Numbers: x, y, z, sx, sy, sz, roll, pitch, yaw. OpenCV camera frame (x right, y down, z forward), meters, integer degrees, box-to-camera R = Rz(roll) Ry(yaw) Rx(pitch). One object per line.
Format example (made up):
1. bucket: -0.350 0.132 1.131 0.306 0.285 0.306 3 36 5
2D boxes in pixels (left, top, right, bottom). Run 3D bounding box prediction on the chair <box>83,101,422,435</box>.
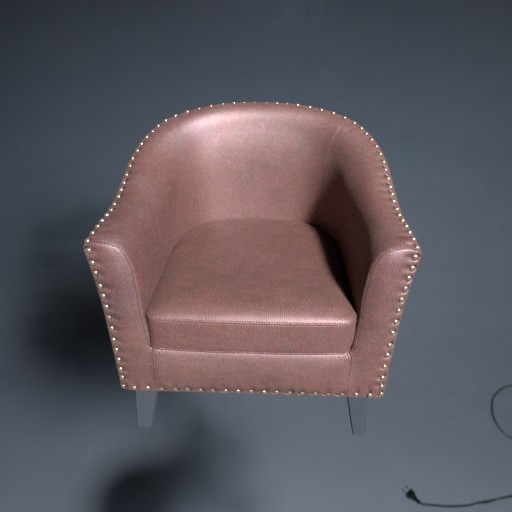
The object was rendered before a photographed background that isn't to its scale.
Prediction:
1. chair: 0.000 0.000 1.418 0.794 0.823 0.748 1 29 2
